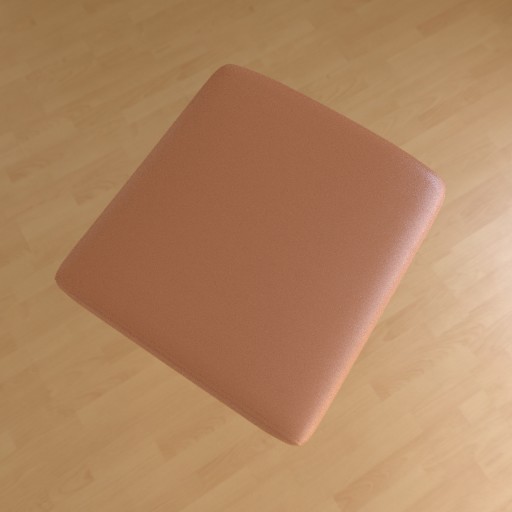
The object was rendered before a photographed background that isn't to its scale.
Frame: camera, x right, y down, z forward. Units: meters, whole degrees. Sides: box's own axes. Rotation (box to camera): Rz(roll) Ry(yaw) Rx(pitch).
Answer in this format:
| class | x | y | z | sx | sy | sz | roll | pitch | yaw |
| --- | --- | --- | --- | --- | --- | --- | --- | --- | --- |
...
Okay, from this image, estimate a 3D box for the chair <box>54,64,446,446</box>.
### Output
| class | x | y | z | sx | sy | sz | roll | pitch | yaw |
| --- | --- | --- | --- | --- | --- | --- | --- | --- | --- |
| chair | 0.000 | 0.000 | 0.890 | 0.530 | 0.410 | 0.530 | 32 | 76 | 9 |
